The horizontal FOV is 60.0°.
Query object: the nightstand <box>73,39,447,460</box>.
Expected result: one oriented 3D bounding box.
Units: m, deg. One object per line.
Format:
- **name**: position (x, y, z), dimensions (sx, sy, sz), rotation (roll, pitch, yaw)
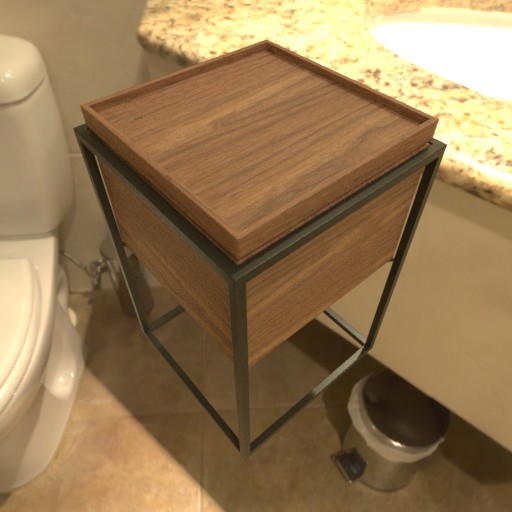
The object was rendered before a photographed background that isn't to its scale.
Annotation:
- **nightstand**: position (0.000, 0.000, 0.856), dimensions (0.397, 0.607, 0.397), rotation (-32, 55, -26)
